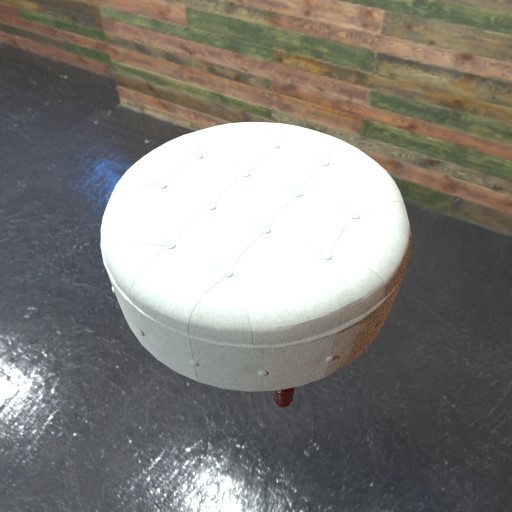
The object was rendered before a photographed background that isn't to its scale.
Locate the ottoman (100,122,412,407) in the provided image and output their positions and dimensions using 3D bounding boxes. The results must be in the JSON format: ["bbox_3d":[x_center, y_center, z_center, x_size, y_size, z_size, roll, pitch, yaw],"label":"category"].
[{"bbox_3d":[0.000,0.000,1.364,0.850,0.483,0.850,0,47,0],"label":"ottoman"}]
